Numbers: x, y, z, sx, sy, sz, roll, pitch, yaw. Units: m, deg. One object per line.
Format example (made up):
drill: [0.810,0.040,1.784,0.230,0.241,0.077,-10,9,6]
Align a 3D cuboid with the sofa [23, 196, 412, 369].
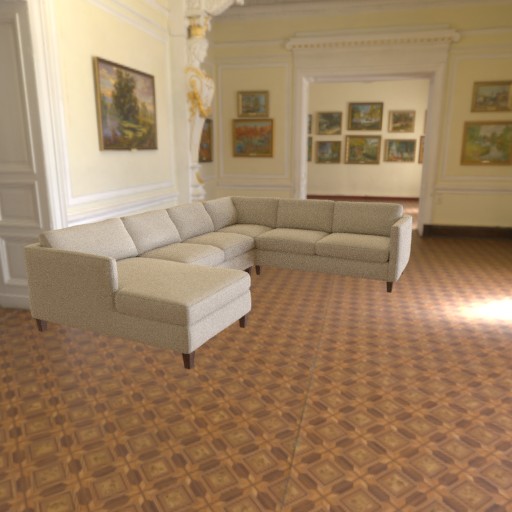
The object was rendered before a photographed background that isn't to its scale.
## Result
sofa: [0.000,0.000,4.380,2.551,0.853,3.238,7,15,25]
